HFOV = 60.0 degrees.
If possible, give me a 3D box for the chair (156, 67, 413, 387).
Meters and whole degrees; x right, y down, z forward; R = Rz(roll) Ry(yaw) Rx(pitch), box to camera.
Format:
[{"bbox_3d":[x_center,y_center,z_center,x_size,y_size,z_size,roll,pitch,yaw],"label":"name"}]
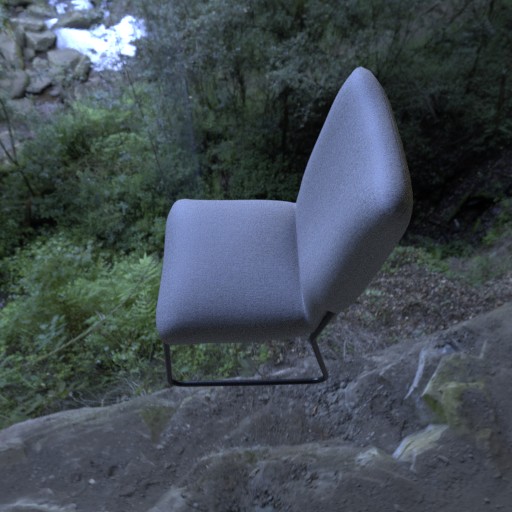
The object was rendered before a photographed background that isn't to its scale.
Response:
[{"bbox_3d":[0.000,0.000,1.174,0.560,0.864,0.448,-1,57,-1],"label":"chair"}]
